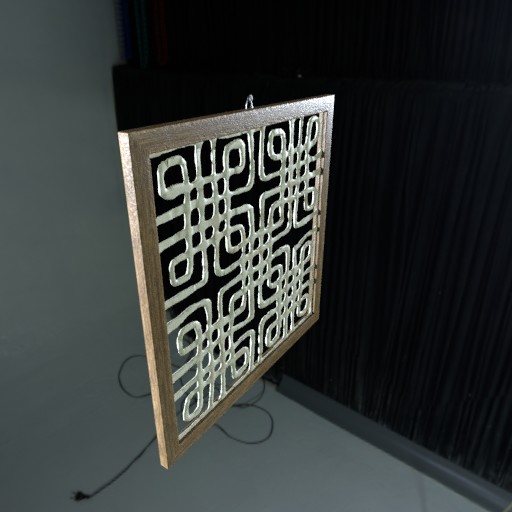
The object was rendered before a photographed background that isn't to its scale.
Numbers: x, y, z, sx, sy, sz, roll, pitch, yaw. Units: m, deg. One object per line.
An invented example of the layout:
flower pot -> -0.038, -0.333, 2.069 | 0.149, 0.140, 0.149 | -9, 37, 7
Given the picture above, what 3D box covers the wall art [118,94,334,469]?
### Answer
wall art -> 0.000, 0.000, 0.846 | 0.021, 0.582, 0.561 | 16, 30, 31
